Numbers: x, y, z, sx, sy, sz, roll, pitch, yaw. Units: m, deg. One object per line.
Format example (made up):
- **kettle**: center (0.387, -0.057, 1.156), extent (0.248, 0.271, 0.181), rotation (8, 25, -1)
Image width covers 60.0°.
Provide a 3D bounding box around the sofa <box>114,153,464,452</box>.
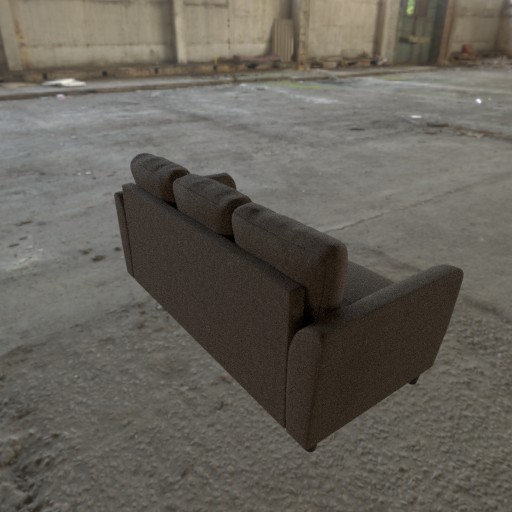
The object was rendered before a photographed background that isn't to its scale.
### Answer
- **sofa**: center (0.000, 0.000, 2.366), extent (0.837, 0.891, 1.847), rotation (-18, 31, -32)
